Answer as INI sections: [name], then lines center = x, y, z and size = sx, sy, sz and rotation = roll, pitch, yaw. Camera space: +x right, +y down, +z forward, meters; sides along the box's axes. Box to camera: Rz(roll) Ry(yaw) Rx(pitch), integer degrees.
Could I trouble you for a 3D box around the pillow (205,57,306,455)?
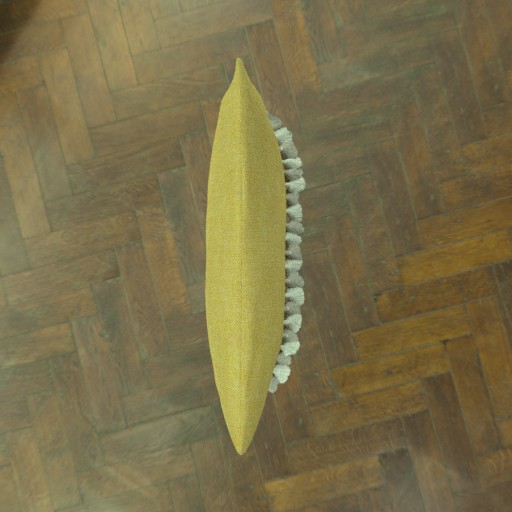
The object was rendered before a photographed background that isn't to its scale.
[pillow]
center = 0.000, 0.000, 0.752
size = 0.167, 0.481, 0.485
rotation = 0, 89, 1
